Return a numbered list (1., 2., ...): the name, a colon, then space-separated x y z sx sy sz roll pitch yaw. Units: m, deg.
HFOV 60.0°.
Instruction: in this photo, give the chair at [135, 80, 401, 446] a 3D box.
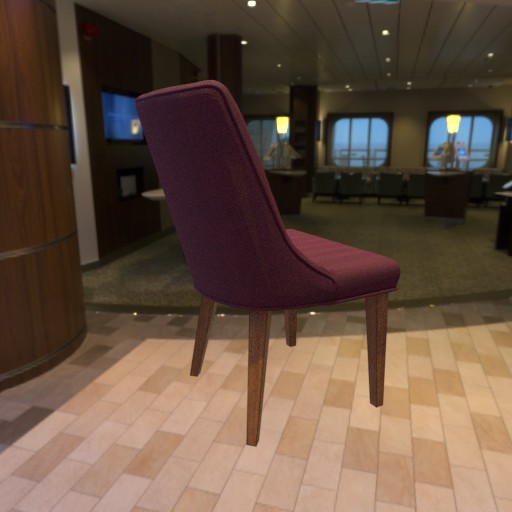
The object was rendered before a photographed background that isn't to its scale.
1. chair: 0.000 0.000 1.321 0.638 0.916 0.548 -8 16 -28
